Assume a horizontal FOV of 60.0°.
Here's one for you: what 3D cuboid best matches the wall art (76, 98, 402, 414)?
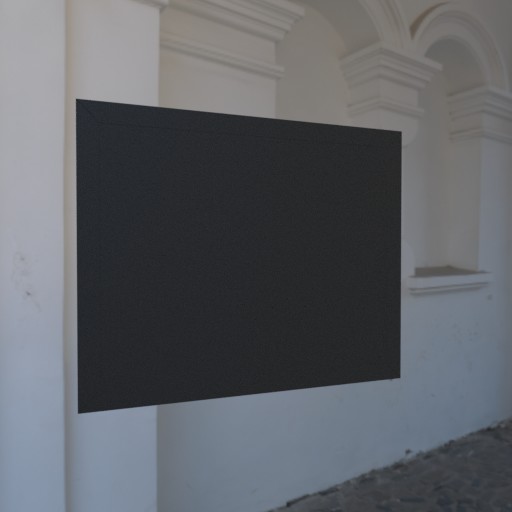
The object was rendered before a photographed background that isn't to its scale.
[{"bbox_3d":[0.000,0.000,0.745,0.558,0.457,0.029,0,1,-19],"label":"wall art"}]
